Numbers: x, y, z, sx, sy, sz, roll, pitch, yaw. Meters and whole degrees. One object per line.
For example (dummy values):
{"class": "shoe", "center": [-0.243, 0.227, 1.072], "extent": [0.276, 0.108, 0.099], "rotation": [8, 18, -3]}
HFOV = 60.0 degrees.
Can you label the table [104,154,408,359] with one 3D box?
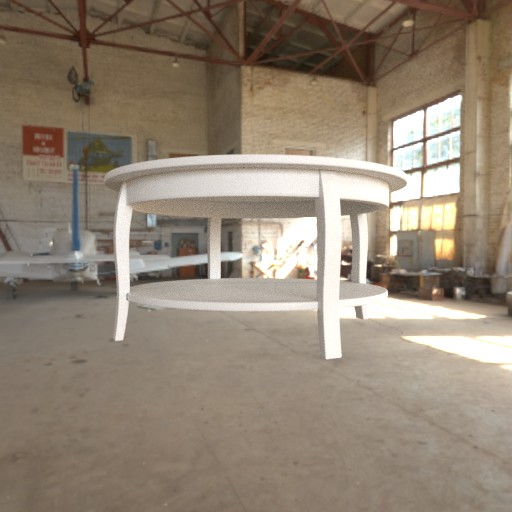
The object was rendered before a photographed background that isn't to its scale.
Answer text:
{"class": "table", "center": [0.000, 0.000, 1.410], "extent": [0.910, 0.457, 0.910], "rotation": [0, 1, 0]}
